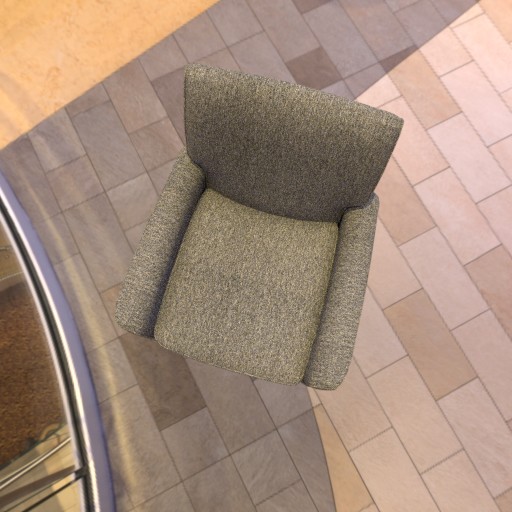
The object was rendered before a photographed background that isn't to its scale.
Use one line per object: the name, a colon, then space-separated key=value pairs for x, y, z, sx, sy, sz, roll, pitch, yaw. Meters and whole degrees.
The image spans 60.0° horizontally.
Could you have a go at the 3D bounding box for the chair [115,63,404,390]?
chair: x=0.000 y=0.000 z=1.677 sx=0.848 sy=1.014 sz=0.864 roll=16 pitch=77 yaw=4
